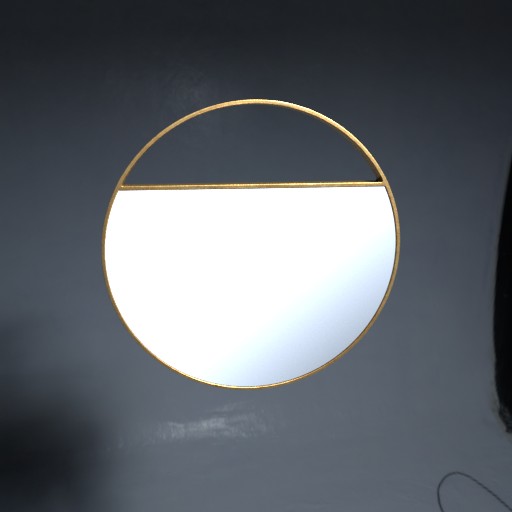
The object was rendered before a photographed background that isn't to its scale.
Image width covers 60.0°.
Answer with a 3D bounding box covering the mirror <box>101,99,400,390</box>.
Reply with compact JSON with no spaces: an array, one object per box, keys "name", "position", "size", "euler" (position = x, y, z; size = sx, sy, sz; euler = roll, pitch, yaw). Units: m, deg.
[{"name":"mirror","position":[0.000,0.000,0.851],"size":[0.565,0.565,0.032],"euler":[-2,16,-7]}]
